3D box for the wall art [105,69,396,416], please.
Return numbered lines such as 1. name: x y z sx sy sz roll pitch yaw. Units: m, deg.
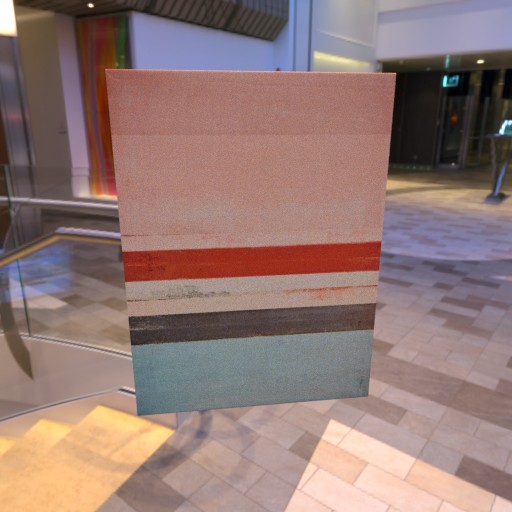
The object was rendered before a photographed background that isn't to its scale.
1. wall art: 0.000 0.000 1.319 0.761 1.016 0.039 -2 17 -7
